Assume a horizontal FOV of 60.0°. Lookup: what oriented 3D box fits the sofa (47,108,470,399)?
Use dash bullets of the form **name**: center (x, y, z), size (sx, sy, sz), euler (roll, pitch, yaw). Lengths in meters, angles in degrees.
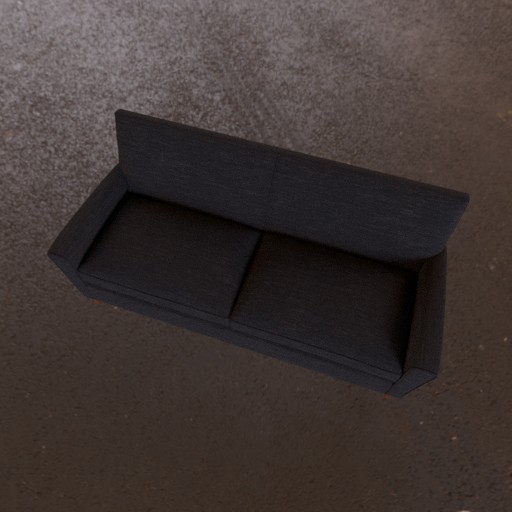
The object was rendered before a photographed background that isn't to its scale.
- **sofa**: center (0.000, 0.000, 2.446), size (1.976, 0.846, 0.875), euler (16, 60, 9)
